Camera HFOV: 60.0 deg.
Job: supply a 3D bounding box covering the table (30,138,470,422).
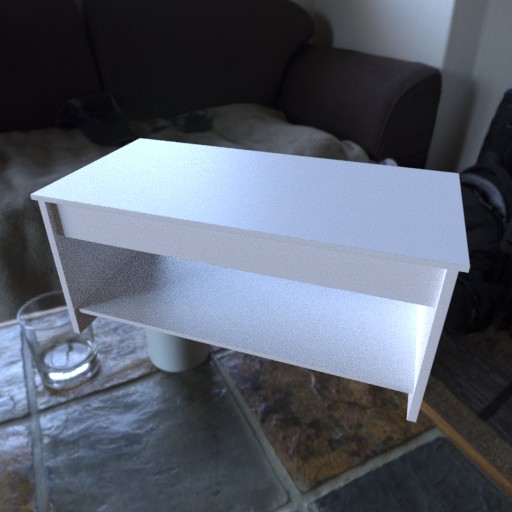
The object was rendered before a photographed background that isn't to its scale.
[{"bbox_3d":[0.000,0.000,1.263,1.000,0.441,0.500,10,33,16],"label":"table"}]
